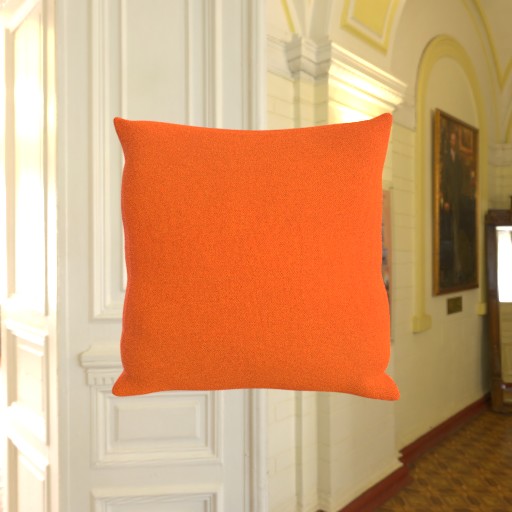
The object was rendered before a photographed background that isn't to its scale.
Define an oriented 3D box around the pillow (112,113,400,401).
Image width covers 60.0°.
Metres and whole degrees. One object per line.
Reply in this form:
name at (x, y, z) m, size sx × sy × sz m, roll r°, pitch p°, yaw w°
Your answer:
pillow at (0.000, 0.000, 0.683) m, size 0.440 × 0.441 × 0.182 m, roll 0°, pitch 0°, yaw 0°
